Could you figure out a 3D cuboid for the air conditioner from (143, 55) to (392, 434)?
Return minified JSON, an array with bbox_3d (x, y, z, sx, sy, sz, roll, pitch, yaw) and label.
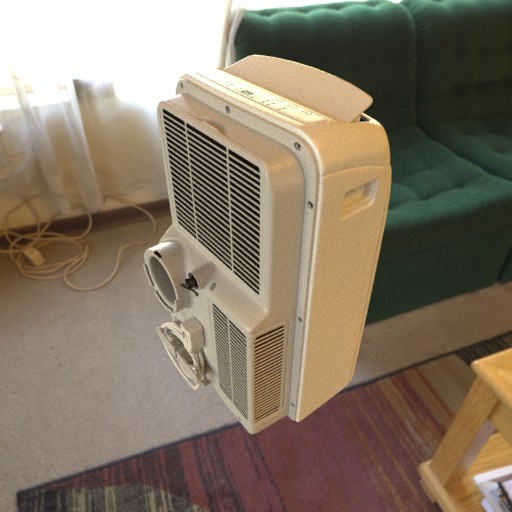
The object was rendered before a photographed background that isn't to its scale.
[{"bbox_3d":[0.000,0.000,1.031,0.414,0.786,0.449,-26,46,-28],"label":"air conditioner"}]
